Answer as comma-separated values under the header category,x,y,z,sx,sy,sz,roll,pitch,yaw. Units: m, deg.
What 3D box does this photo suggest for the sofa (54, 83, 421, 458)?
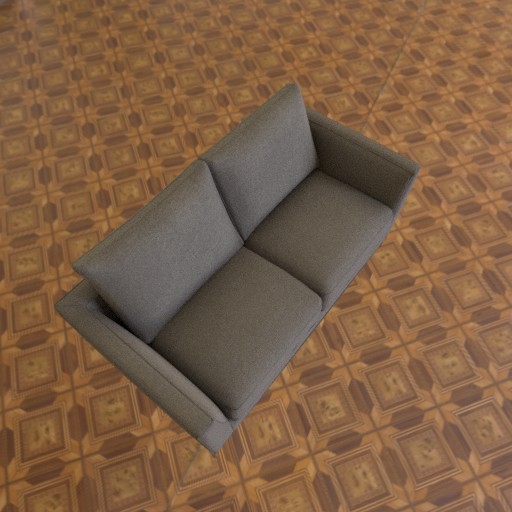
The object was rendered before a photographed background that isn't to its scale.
category,x,y,z,sx,sy,sz,roll,pitch,yaw
sofa,0.000,0.000,2.130,0.803,0.924,1.594,34,64,19
